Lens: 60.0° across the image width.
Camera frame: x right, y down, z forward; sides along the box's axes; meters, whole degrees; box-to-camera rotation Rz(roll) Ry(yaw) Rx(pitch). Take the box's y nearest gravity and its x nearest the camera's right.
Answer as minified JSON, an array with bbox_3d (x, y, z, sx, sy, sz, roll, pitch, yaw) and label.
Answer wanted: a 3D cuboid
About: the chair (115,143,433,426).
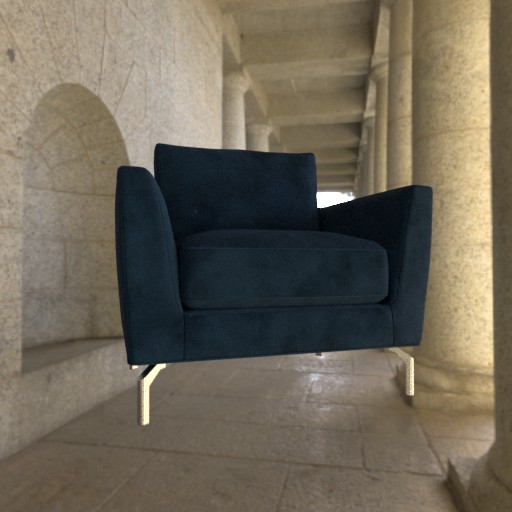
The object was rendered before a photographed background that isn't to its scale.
[{"bbox_3d":[0.000,0.000,1.612,0.977,0.893,0.746,0,-1,-18],"label":"chair"}]
